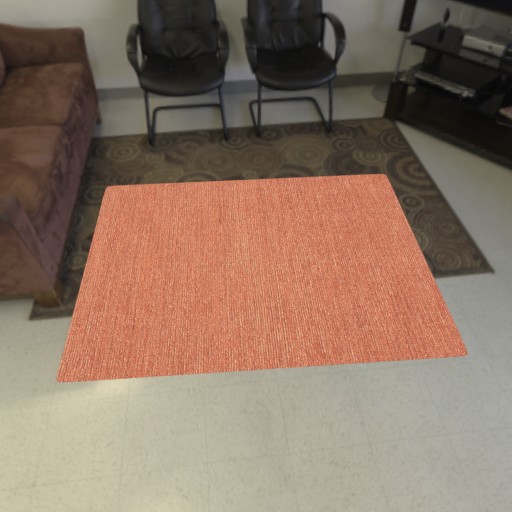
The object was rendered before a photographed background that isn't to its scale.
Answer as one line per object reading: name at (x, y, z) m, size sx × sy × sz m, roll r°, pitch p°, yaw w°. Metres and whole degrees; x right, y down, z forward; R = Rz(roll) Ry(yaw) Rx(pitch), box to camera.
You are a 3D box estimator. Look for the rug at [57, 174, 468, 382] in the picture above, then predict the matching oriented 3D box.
rug at (0.000, 0.000, 2.797) m, size 2.112 × 0.009 × 1.594 m, roll -3°, pitch 46°, yaw -3°
